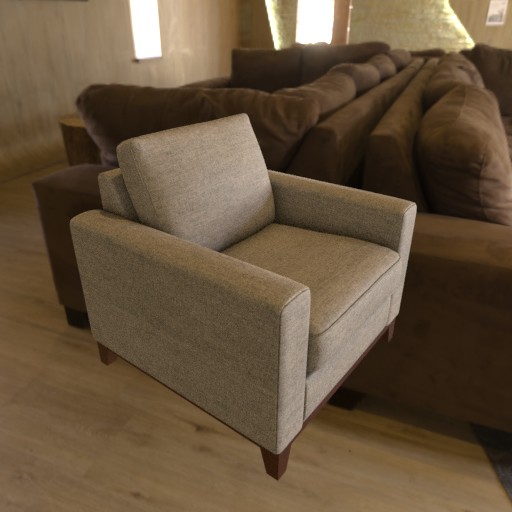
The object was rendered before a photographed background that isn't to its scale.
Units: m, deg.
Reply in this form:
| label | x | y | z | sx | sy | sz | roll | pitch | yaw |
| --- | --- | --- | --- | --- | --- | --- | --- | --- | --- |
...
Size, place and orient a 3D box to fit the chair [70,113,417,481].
| label | x | y | z | sx | sy | sz | roll | pitch | yaw |
| --- | --- | --- | --- | --- | --- | --- | --- | --- | --- |
| chair | 0.000 | 0.000 | 1.862 | 1.038 | 1.010 | 1.024 | 19 | 33 | 33 |
